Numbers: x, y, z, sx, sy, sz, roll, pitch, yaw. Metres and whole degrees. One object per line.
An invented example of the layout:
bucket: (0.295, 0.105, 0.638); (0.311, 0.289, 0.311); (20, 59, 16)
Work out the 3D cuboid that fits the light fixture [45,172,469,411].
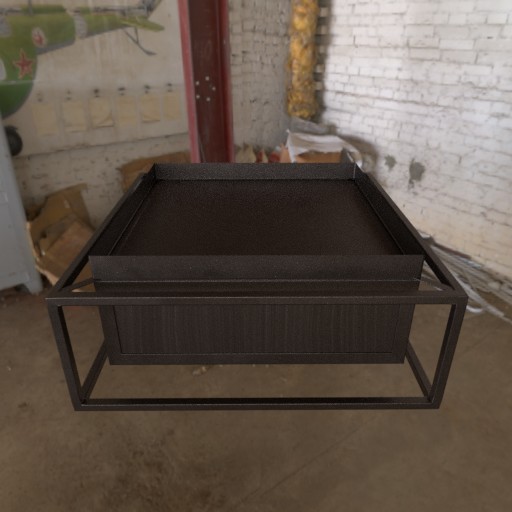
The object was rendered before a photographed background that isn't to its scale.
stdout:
light fixture: (0.000, 0.000, 0.686); (0.441, 0.191, 0.441); (0, 27, 0)
